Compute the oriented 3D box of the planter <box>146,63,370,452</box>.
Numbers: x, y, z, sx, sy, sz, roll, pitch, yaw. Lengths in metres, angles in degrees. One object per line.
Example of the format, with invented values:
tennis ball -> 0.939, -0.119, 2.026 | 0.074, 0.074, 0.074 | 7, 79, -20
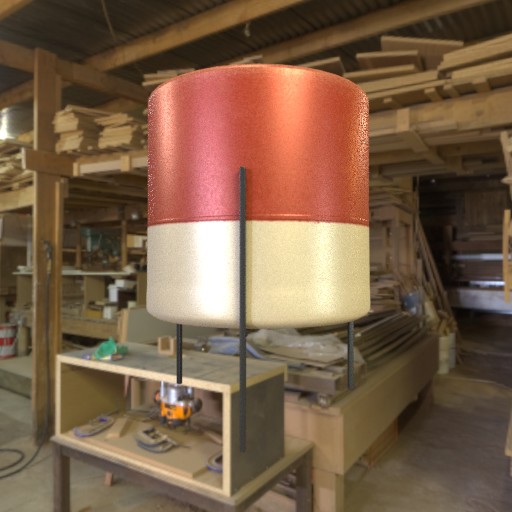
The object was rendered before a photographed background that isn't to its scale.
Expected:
planter -> 0.000, 0.000, 0.707 | 0.354, 0.465, 0.345 | 0, 0, 36
